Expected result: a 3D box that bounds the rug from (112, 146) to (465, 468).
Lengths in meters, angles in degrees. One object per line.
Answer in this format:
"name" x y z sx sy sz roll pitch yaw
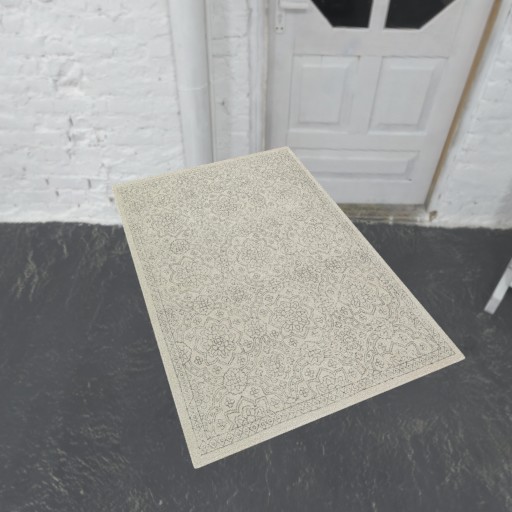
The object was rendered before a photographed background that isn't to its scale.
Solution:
"rug" 0.000 0.000 2.937 1.524 0.011 2.286 -16 48 -15
